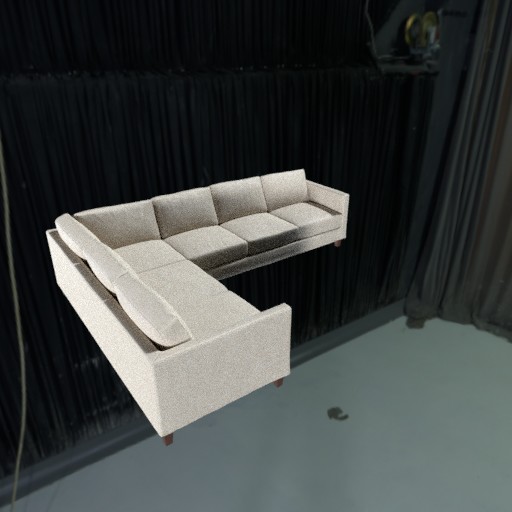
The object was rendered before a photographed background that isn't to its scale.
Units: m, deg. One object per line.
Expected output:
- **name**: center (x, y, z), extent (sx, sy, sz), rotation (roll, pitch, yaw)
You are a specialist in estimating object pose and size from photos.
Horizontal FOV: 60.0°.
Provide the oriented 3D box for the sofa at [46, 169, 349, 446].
- **sofa**: center (0.000, 0.000, 4.256), extent (3.182, 0.863, 2.432), rotation (-18, 31, -32)
